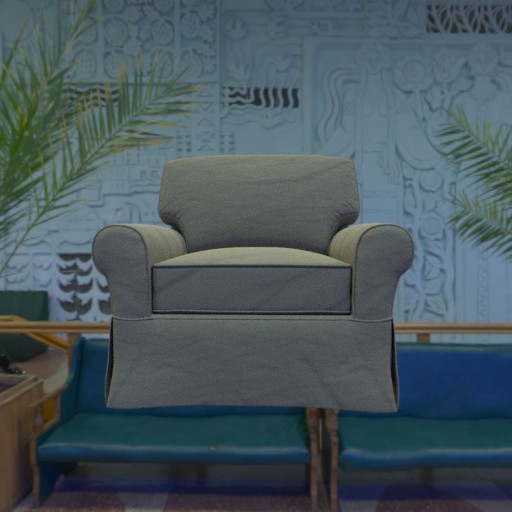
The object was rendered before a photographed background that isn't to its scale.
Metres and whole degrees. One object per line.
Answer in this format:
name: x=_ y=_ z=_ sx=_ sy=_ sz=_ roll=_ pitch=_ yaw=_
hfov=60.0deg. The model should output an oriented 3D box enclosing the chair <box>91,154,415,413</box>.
chair: x=0.000 y=0.000 z=1.940 sx=1.135 sy=1.017 sz=0.988 roll=0 pitch=1 yaw=2
